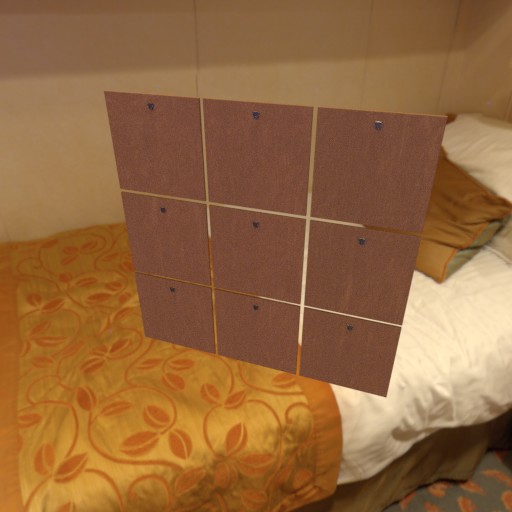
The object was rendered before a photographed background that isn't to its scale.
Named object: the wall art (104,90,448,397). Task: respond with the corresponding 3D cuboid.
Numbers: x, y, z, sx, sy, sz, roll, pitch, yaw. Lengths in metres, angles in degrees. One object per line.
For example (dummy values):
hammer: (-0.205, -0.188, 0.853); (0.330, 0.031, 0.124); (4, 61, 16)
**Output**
wall art: (0.000, 0.000, 2.274); (1.526, 1.522, 0.023); (10, 32, 16)
